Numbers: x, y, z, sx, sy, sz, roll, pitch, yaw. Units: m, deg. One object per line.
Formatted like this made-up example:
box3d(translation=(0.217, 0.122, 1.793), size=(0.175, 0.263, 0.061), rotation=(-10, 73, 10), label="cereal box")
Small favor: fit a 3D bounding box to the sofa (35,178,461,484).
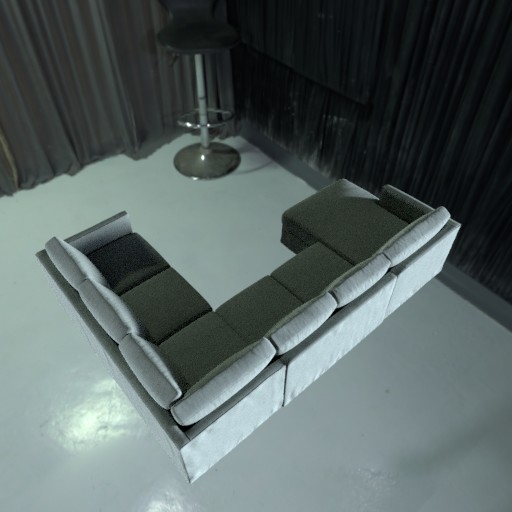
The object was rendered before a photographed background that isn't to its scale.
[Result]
box3d(translation=(0.000, 0.000, 4.494), size=(3.434, 0.869, 2.440), rotation=(-32, 53, -27), label="sofa")
